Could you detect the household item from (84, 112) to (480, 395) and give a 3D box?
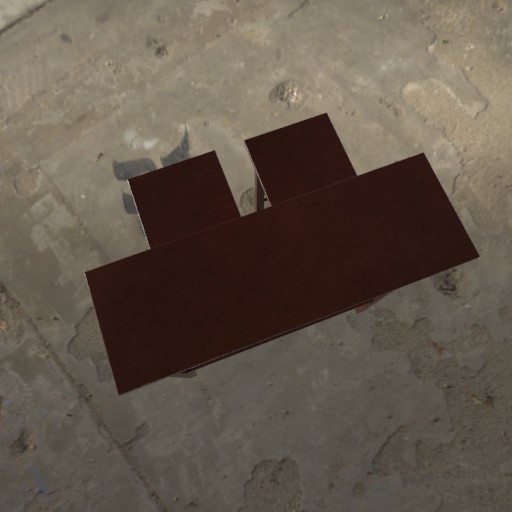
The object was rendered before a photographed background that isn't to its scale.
[{"bbox_3d":[0.000,0.000,1.636,0.914,1.067,0.676,-20,75,-6],"label":"household item"}]
